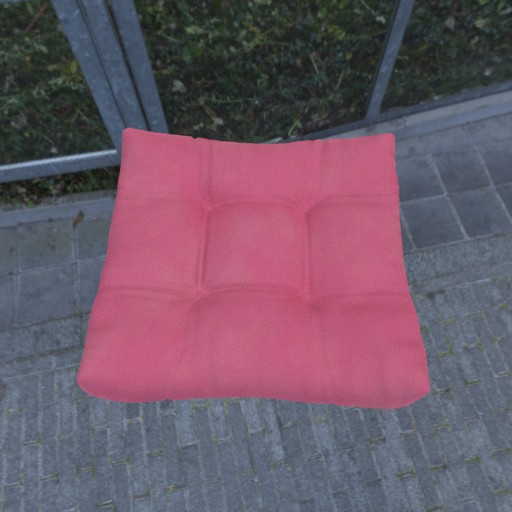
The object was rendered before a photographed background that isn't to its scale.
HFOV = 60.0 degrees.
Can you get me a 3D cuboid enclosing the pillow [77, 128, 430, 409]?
[{"bbox_3d":[0.000,0.000,0.724,0.490,0.128,0.468,1,63,1],"label":"pillow"}]
